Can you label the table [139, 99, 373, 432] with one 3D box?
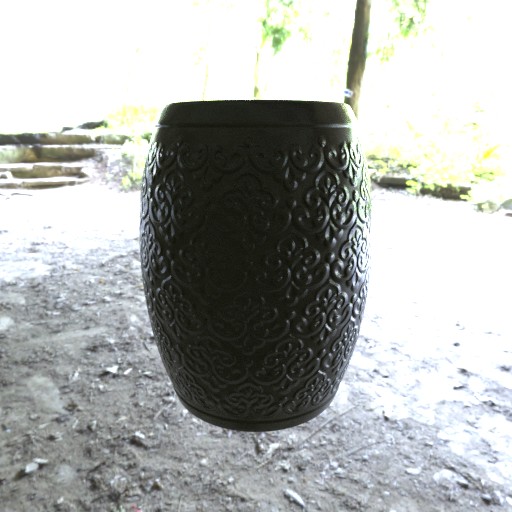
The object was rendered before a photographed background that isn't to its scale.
[{"bbox_3d":[0.000,0.000,0.611,0.309,0.397,0.309,0,16,0],"label":"table"}]
